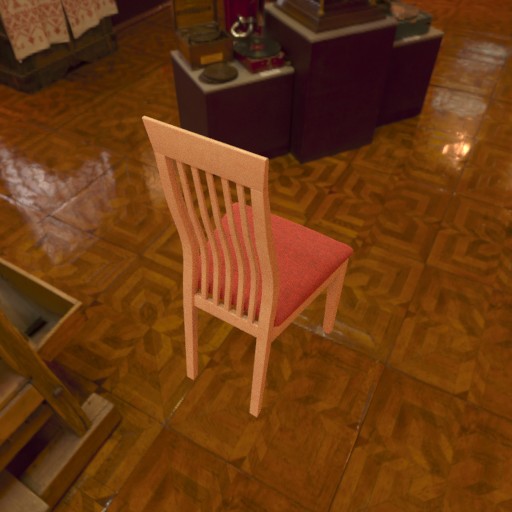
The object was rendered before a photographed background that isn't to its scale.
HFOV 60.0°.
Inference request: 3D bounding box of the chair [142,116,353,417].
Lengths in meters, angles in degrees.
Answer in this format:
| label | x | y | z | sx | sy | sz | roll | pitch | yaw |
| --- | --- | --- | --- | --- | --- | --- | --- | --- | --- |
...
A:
| label | x | y | z | sx | sy | sz | roll | pitch | yaw |
| --- | --- | --- | --- | --- | --- | --- | --- | --- | --- |
| chair | 0.000 | 0.000 | 1.333 | 0.460 | 1.027 | 0.474 | 24 | 51 | 21 |
